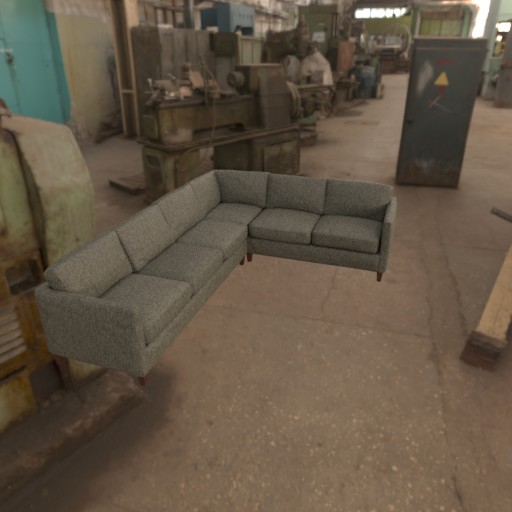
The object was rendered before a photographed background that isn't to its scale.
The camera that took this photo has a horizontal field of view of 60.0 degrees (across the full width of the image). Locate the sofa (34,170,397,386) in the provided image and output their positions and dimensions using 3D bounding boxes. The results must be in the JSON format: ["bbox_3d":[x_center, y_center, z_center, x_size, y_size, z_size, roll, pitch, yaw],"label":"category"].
[{"bbox_3d":[0.000,0.000,4.522,2.593,0.947,3.302,8,27,17],"label":"sofa"}]
